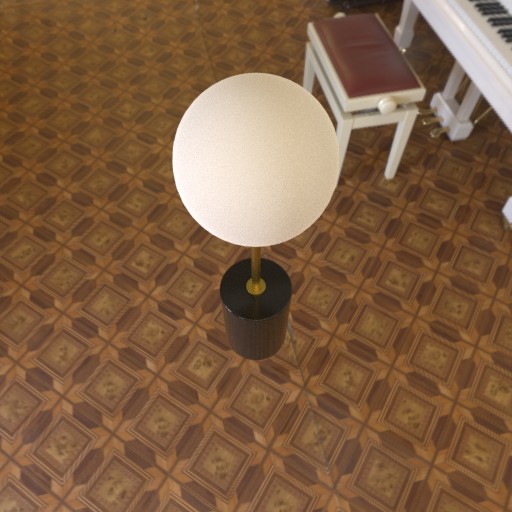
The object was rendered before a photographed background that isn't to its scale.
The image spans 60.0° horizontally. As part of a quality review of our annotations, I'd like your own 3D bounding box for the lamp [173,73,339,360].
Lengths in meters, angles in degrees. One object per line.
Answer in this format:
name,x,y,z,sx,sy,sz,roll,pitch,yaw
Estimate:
lamp,0.000,0.000,0.550,0.153,0.480,0.153,0,58,0
